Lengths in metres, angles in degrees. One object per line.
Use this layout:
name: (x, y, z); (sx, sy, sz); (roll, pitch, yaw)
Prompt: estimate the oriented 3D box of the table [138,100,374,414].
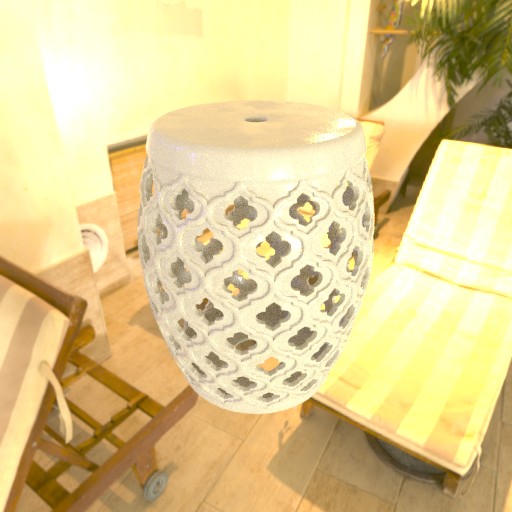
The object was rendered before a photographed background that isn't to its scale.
table: (0.000, 0.000, 0.642); (0.325, 0.388, 0.325); (0, 30, 0)
